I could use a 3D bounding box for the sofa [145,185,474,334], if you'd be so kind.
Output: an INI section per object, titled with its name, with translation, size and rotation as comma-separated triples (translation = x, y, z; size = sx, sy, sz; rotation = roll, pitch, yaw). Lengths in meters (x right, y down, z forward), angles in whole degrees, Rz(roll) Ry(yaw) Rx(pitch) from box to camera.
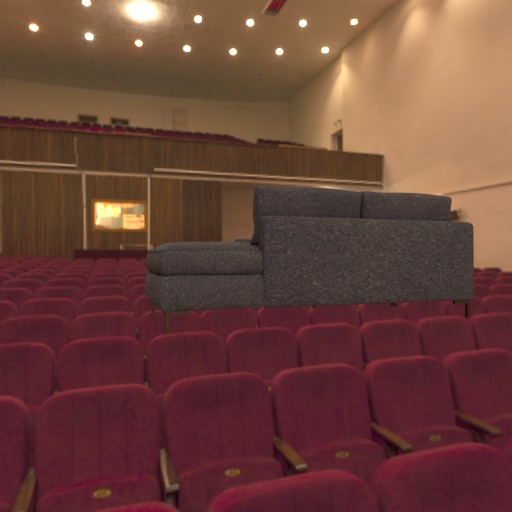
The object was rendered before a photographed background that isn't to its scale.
[sofa]
translation = 0.000, 0.000, 3.900
size = 2.007, 0.815, 2.949
rotation = 0, 0, -18
